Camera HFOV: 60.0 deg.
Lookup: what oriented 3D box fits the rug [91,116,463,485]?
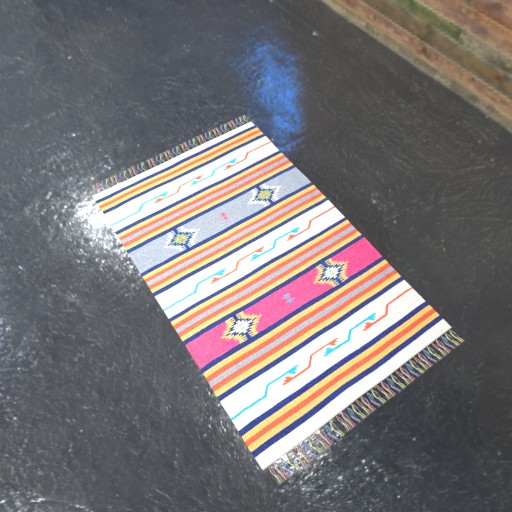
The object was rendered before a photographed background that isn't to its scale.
[{"bbox_3d":[0.000,0.000,2.283,1.084,0.013,1.849,-30,63,-17],"label":"rug"}]
